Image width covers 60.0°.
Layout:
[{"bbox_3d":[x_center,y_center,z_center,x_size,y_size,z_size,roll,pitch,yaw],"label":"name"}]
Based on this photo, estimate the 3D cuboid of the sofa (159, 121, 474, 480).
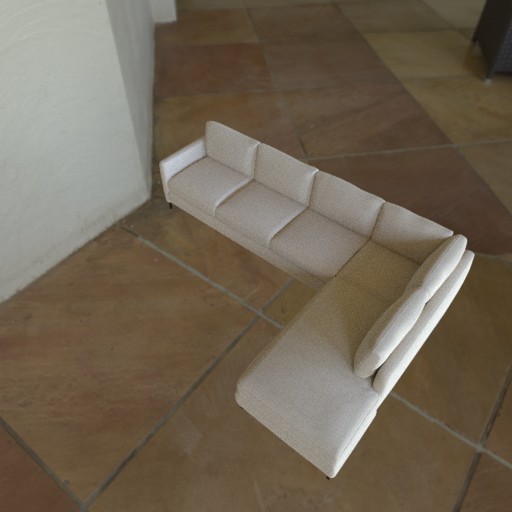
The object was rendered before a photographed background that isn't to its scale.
[{"bbox_3d":[0.000,0.000,3.779,2.949,0.815,2.007,31,54,26],"label":"sofa"}]
